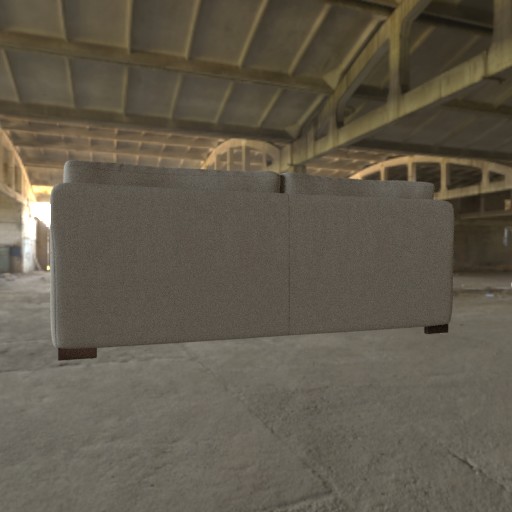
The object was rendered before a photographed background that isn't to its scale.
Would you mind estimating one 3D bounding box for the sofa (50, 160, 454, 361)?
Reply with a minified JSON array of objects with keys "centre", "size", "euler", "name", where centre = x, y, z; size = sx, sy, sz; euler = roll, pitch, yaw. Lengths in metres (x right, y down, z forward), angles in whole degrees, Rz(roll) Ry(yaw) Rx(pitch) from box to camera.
[{"centre":[0.000,0.000,2.868],"size":[2.354,0.980,0.962],"euler":[0,0,-19],"name":"sofa"}]
